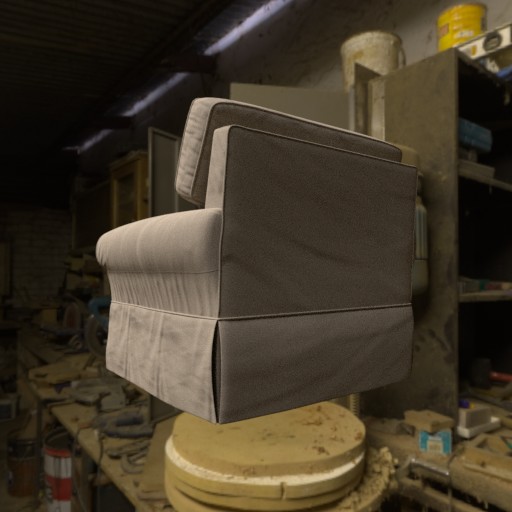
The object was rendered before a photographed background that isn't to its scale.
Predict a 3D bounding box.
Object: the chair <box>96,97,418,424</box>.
[{"bbox_3d":[0.000,0.000,1.916,1.135,1.017,0.988,1,-2,-36],"label":"chair"}]
